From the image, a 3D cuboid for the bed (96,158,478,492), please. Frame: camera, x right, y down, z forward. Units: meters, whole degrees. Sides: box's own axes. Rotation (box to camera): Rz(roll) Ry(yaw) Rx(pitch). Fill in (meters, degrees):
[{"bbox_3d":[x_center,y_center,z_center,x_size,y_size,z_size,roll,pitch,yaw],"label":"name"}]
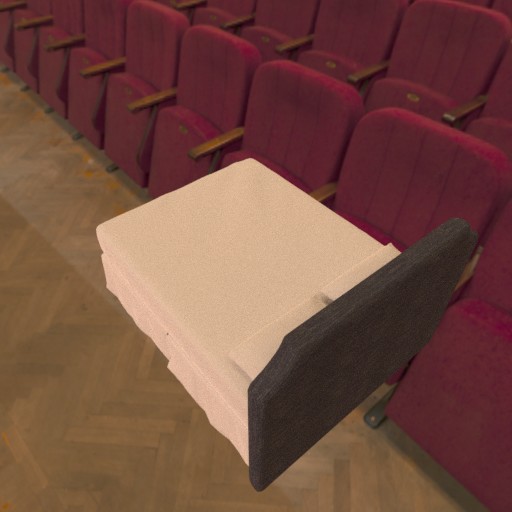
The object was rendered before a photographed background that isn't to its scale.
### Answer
[{"bbox_3d":[0.000,0.000,3.102,1.693,1.290,2.116,-30,52,-27],"label":"bed"}]
